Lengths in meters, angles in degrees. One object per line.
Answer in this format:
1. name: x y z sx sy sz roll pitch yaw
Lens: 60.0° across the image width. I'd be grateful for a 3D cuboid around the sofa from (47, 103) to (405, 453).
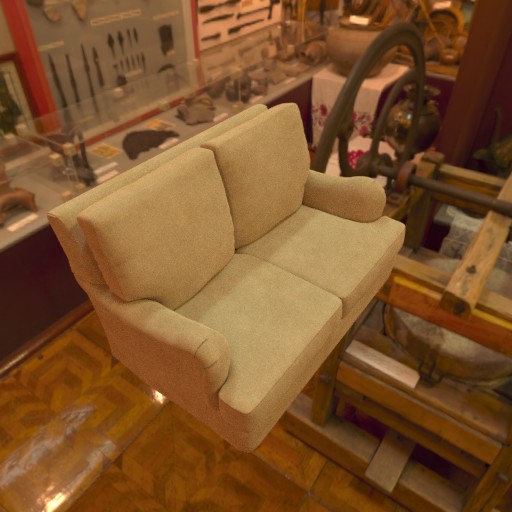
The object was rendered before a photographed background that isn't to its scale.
1. sofa: 0.000 0.000 2.278 1.086 1.087 1.498 26 47 27
